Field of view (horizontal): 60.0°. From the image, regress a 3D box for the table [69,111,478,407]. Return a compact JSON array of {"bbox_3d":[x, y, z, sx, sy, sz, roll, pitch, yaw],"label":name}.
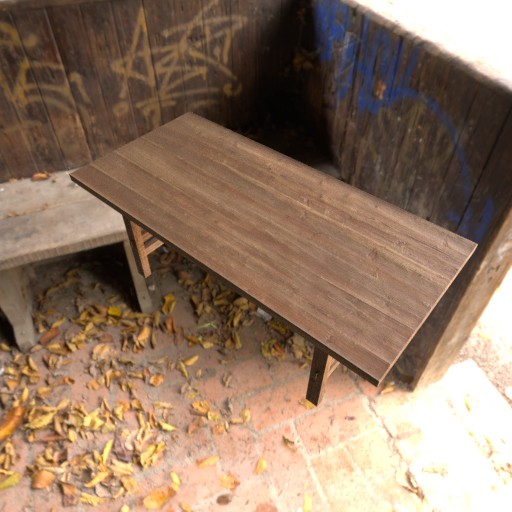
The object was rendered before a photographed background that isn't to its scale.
[{"bbox_3d":[0.000,0.000,2.611,2.003,0.760,0.952,31,54,27],"label":"table"}]
